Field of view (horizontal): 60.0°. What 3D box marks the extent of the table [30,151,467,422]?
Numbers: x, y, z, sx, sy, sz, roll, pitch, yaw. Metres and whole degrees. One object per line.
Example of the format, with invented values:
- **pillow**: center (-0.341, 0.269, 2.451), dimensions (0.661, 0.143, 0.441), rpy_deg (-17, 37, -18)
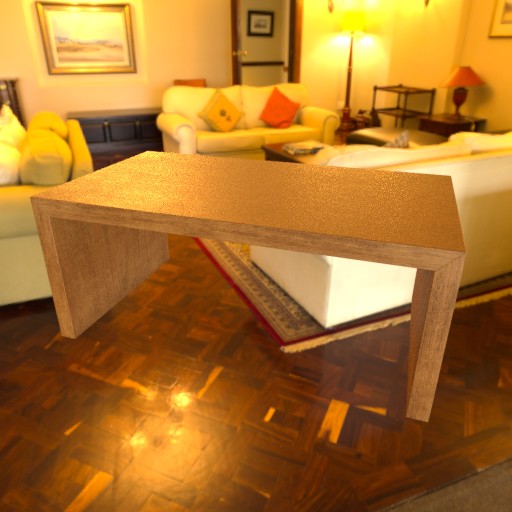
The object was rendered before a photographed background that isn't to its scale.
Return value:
- **table**: center (0.000, 0.000, 1.277), dimensions (1.000, 0.419, 0.549), rpy_deg (8, 27, 17)
